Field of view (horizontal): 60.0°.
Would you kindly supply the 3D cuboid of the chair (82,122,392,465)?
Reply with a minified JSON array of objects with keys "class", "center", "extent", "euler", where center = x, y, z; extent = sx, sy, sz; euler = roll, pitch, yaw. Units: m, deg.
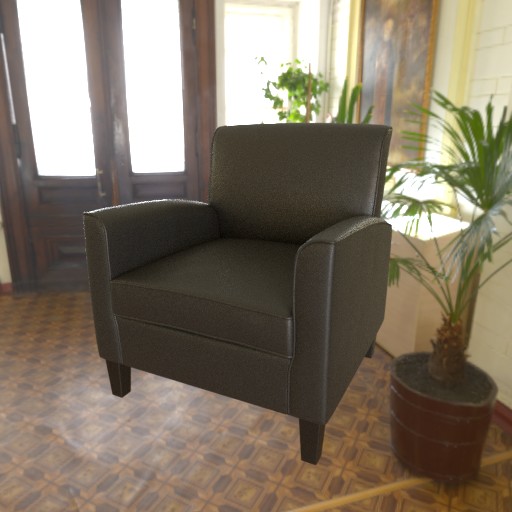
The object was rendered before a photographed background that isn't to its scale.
[{"class":"chair","center":[0.000,0.000,1.577],"extent":[0.820,0.916,0.819],"euler":[8,18,26]}]
